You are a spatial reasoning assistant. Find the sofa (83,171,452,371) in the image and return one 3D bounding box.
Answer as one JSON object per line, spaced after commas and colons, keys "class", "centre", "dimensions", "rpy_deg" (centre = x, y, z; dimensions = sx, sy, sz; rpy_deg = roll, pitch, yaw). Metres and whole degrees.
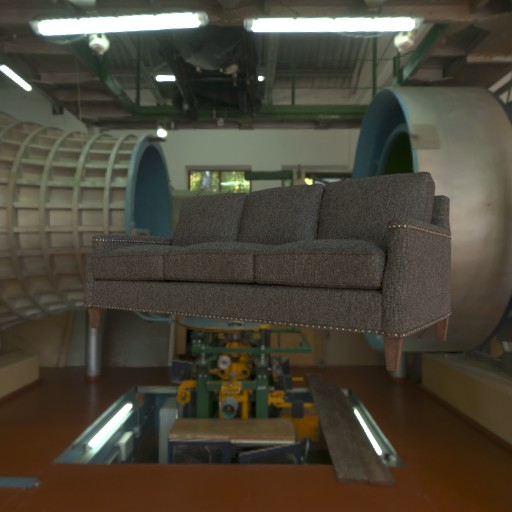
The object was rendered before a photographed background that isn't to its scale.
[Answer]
{"class": "sofa", "centre": [0.000, 0.000, 2.900], "dimensions": [2.246, 1.003, 1.084], "rpy_deg": [0, -1, 35]}
